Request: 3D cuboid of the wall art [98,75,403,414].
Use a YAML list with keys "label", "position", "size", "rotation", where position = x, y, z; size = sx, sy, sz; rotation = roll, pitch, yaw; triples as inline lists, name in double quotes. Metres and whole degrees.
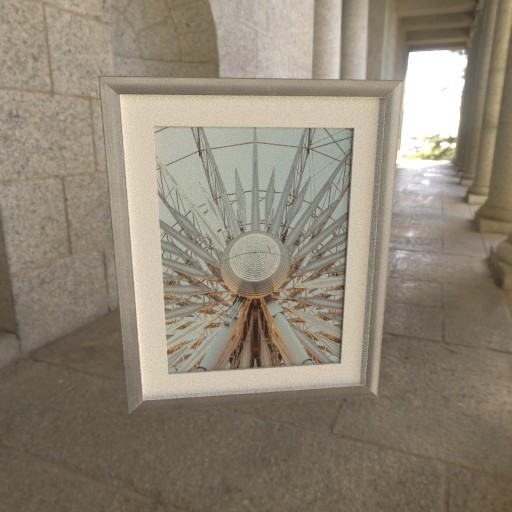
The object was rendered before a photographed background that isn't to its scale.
- label: "wall art"
  position: [0.000, 0.000, 0.747]
  size: [0.458, 0.558, 0.029]
  rotation: [-2, 15, -7]
